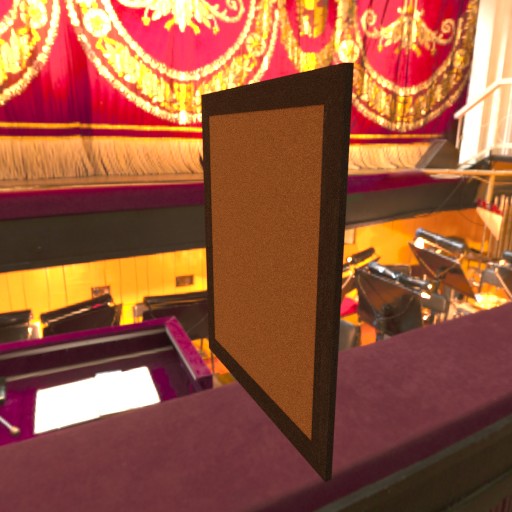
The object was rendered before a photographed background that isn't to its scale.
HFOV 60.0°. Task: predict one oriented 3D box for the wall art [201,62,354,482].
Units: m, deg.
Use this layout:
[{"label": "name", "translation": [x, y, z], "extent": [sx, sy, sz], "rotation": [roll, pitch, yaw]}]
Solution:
[{"label": "wall art", "translation": [0.000, 0.000, 0.782], "extent": [0.013, 0.570, 0.476], "rotation": [-8, 17, -26]}]
